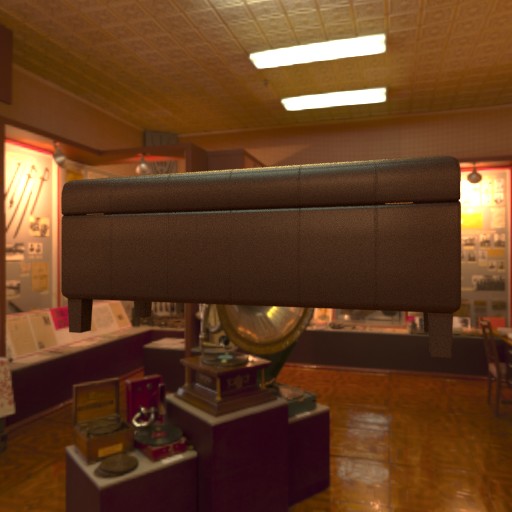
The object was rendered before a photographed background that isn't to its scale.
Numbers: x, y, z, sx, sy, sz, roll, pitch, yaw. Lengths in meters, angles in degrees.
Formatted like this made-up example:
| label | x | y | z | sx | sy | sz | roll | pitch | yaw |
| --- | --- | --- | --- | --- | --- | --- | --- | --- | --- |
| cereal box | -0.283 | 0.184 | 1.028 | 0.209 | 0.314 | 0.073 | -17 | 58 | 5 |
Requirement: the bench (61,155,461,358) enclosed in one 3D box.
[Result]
| label | x | y | z | sx | sy | sz | roll | pitch | yaw |
| --- | --- | --- | --- | --- | --- | --- | --- | --- | --- |
| bench | 0.000 | 0.000 | 1.343 | 1.092 | 0.457 | 0.429 | 0 | 0 | 19 |
